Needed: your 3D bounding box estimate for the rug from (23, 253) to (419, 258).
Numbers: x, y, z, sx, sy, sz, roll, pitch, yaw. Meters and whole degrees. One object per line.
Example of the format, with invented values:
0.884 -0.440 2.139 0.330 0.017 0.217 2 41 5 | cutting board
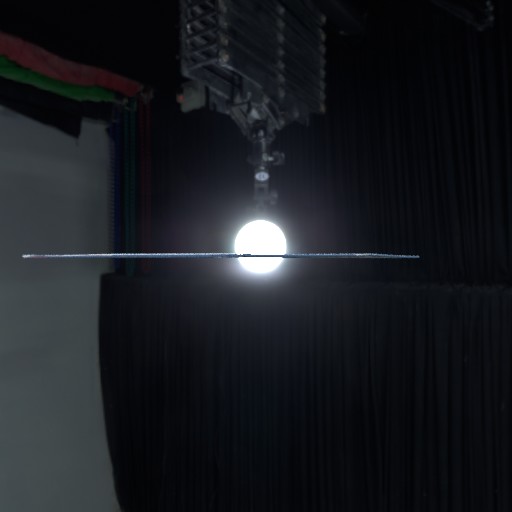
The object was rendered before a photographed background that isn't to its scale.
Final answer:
0.000 0.000 2.266 1.159 0.025 1.793 0 0 35 | rug
